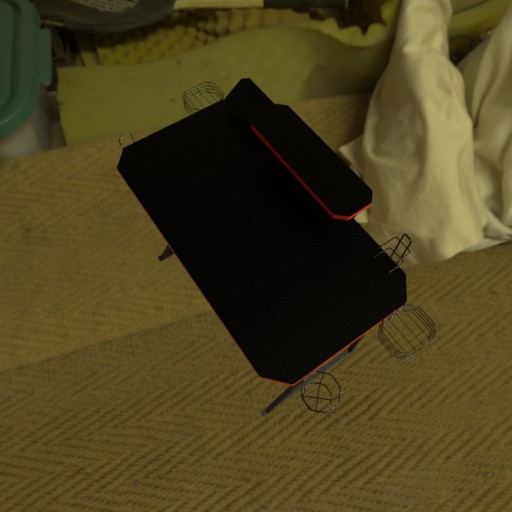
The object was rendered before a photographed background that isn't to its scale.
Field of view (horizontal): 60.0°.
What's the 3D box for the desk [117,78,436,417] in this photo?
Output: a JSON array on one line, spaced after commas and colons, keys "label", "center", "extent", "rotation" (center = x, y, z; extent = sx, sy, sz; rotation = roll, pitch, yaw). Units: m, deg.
[{"label": "desk", "center": [0.000, 0.000, 1.739], "extent": [0.588, 0.913, 1.280], "rotation": [-32, 67, -15]}]
